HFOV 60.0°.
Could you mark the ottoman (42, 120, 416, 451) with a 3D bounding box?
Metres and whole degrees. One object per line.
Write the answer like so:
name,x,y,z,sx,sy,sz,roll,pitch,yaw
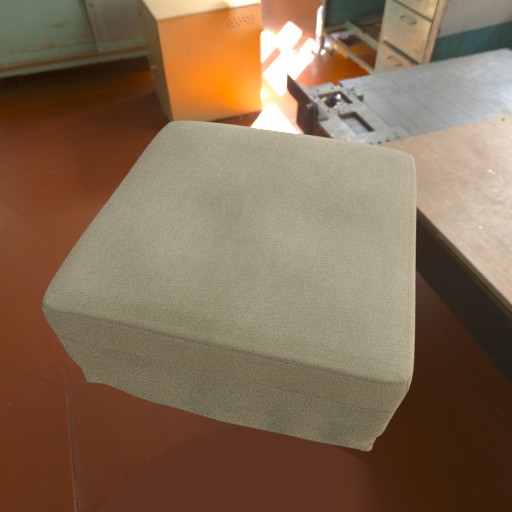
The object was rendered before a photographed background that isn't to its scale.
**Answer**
ottoman,0.000,0.000,1.309,0.843,0.441,0.842,10,48,10
